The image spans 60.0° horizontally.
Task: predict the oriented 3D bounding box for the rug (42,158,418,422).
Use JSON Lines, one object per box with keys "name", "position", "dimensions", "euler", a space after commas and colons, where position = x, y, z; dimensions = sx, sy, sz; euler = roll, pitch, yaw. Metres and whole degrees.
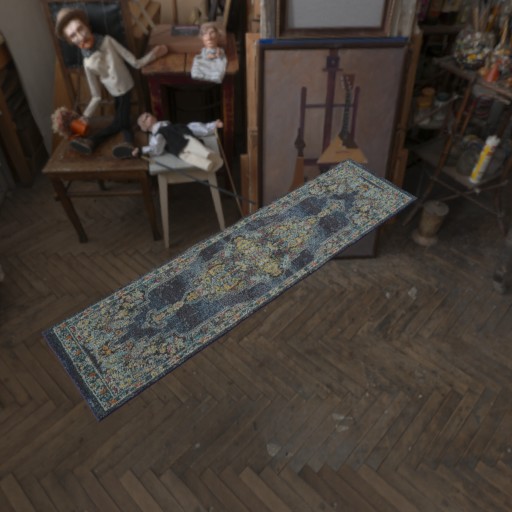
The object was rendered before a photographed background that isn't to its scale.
{"name": "rug", "position": [0.000, 0.000, 2.542], "dimensions": [2.283, 0.016, 0.602], "euler": [-32, 55, -26]}
